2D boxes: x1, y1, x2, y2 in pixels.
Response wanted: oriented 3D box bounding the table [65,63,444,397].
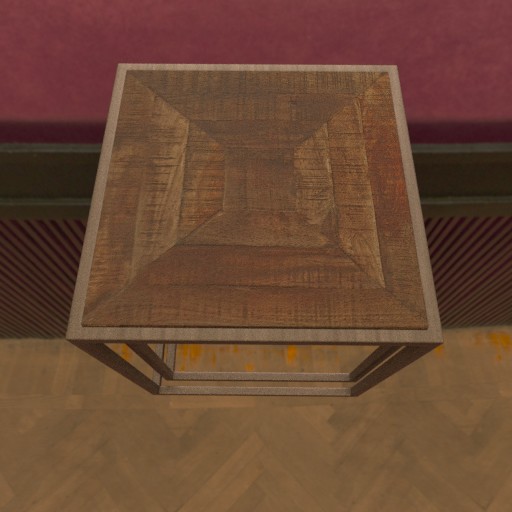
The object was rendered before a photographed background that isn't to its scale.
[{"bbox_3d":[0.000,0.000,0.841,0.449,0.500,0.450,0,65,0],"label":"table"}]
